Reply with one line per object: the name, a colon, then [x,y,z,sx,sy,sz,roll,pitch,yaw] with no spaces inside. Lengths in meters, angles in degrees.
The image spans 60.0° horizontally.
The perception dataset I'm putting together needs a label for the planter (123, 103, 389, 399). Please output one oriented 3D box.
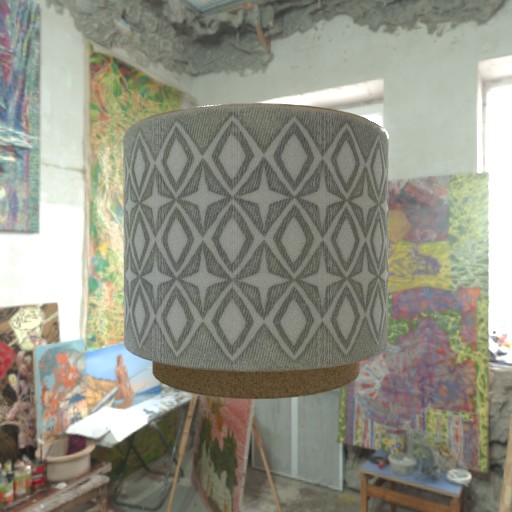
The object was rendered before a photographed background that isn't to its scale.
planter: [0.000,0.000,0.445,0.255,0.223,0.255,0,1,0]
